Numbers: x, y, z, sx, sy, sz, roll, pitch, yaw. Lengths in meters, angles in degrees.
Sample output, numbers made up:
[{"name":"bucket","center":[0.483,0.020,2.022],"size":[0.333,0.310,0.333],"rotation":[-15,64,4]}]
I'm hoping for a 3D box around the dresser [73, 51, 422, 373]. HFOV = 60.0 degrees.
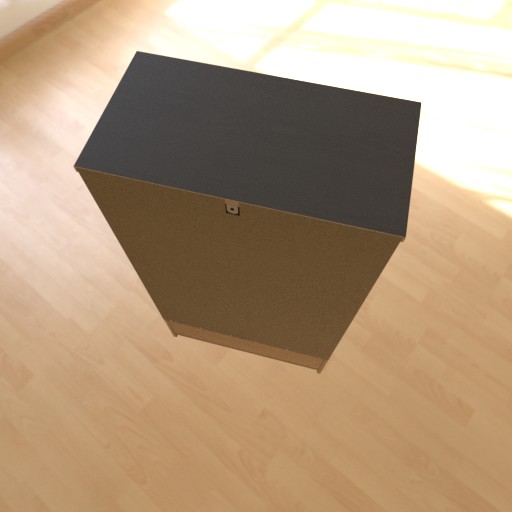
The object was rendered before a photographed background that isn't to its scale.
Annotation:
[{"name":"dresser","center":[0.000,0.000,1.550],"size":[0.704,1.255,0.399],"rotation":[13,64,6]}]
